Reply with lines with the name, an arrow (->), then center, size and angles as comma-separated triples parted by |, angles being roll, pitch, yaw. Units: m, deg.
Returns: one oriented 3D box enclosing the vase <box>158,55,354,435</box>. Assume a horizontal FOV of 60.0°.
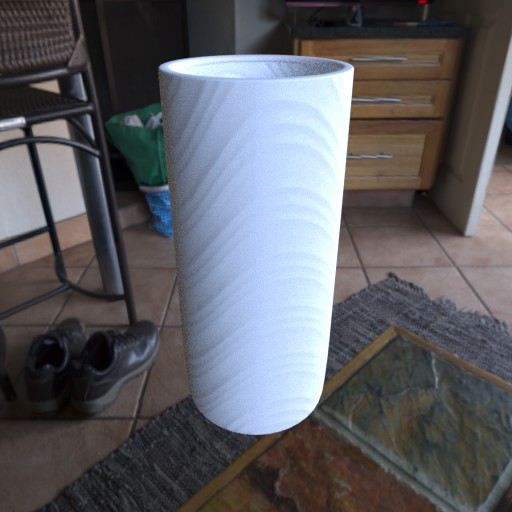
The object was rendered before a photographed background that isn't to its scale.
vase -> 0.000, 0.000, 0.395 | 0.143, 0.316, 0.143 | 0, 30, 0
